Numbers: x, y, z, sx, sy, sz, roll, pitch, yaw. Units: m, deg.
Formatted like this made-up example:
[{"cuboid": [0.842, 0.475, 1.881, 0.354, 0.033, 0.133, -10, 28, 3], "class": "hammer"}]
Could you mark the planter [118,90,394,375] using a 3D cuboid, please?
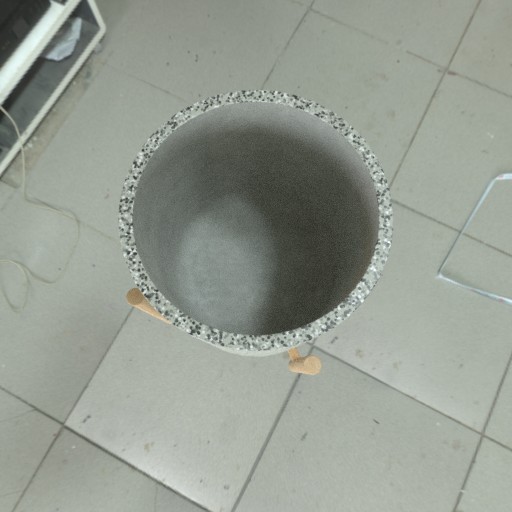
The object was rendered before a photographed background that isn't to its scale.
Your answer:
[{"cuboid": [0.000, 0.000, 0.692, 0.360, 0.419, 0.360, -2, 76, 0], "class": "planter"}]
